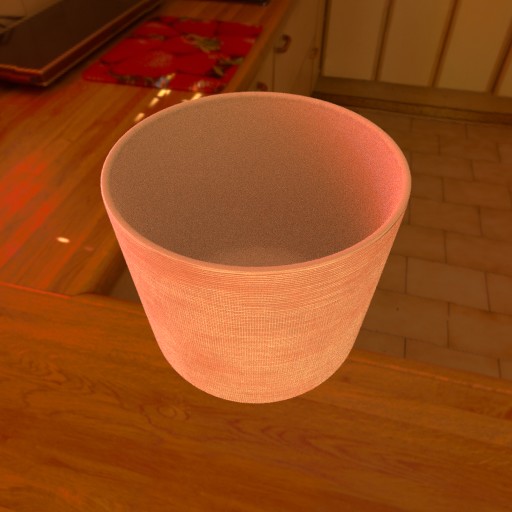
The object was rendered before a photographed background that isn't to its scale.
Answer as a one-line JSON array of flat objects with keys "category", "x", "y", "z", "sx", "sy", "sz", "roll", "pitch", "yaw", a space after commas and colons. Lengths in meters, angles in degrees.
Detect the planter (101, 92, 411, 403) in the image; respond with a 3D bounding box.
[{"category": "planter", "x": 0.000, "y": 0.000, "z": 0.786, "sx": 0.440, "sy": 0.398, "sz": 0.440, "roll": 0, "pitch": 46, "yaw": 0}]
